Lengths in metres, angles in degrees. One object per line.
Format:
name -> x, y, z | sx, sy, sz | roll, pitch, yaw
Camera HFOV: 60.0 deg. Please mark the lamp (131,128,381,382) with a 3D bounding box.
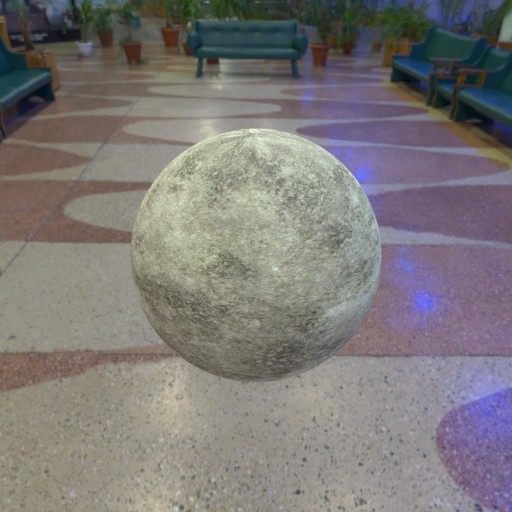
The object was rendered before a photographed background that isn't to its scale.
lamp -> 0.000, 0.000, 0.774 | 0.422, 0.429, 0.422 | 0, 33, 0
